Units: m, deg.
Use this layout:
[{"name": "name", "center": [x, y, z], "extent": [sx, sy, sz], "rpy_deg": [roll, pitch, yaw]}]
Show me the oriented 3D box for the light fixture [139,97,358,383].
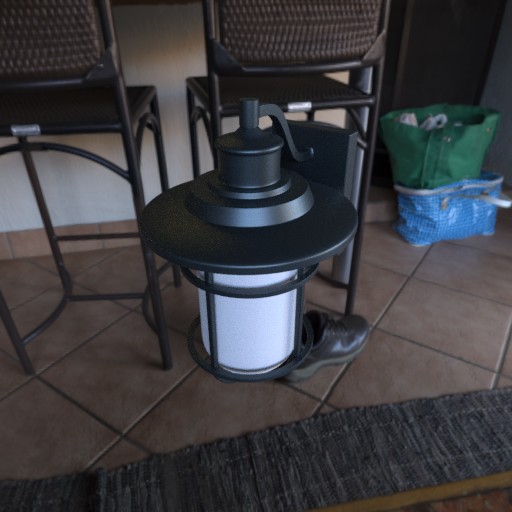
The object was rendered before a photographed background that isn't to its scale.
[{"name": "light fixture", "center": [0.000, 0.000, 0.503], "extent": [0.222, 0.345, 0.252], "rpy_deg": [20, 36, 30]}]
